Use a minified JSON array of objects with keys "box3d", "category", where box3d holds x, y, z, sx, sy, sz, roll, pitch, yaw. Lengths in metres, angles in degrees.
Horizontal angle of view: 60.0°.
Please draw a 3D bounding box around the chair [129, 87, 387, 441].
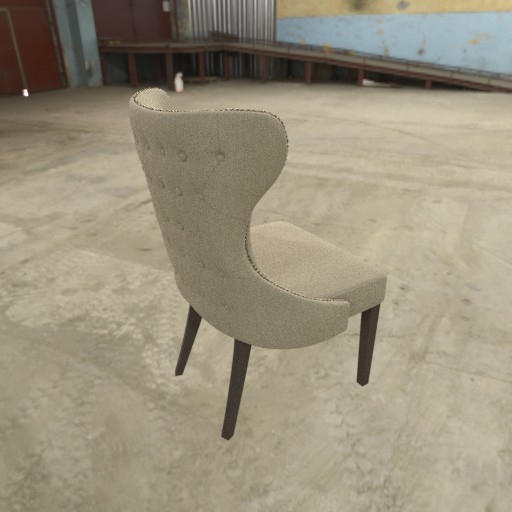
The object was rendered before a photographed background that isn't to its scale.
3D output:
[{"box3d":[0.000,0.000,1.377,0.635,0.967,0.628,-17,31,-30],"category":"chair"}]
